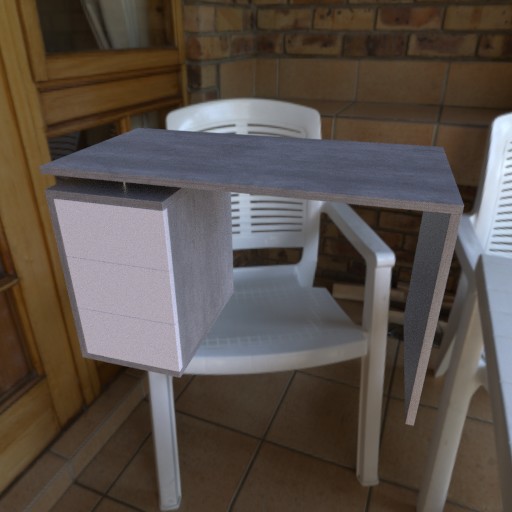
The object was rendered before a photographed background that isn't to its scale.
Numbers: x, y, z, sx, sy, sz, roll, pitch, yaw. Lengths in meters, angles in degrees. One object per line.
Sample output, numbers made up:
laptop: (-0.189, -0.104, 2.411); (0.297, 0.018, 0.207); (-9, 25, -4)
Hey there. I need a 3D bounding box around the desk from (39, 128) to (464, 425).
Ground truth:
desk: (0.000, 0.000, 1.625); (1.200, 0.740, 0.600); (8, 28, 14)
